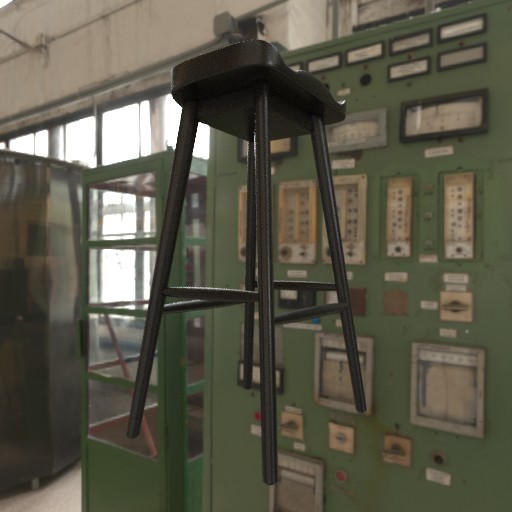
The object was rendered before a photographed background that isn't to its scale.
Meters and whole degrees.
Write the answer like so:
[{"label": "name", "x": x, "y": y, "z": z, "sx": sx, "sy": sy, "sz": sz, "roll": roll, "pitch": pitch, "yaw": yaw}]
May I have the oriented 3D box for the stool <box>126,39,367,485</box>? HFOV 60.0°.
[{"label": "stool", "x": 0.000, "y": 0.000, "z": 0.995, "sx": 0.361, "sy": 0.749, "sz": 0.440, "roll": 0, "pitch": -1, "yaw": 34}]
